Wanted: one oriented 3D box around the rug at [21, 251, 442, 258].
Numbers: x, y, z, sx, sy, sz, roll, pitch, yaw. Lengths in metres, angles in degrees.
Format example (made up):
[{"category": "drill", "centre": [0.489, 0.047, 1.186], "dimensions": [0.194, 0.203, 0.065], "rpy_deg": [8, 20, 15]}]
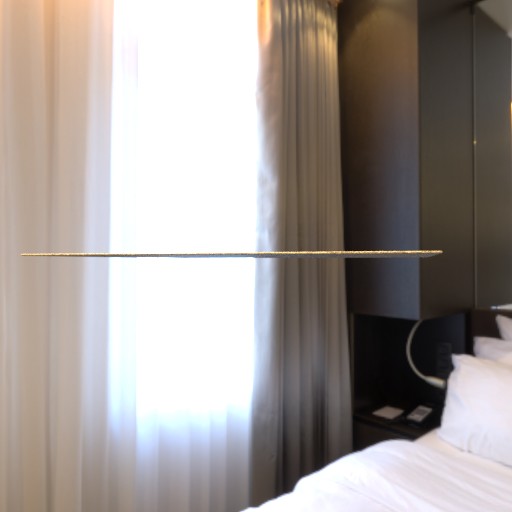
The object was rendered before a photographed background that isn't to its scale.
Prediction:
[{"category": "rug", "centre": [0.000, 0.000, 4.109], "dimensions": [3.061, 0.014, 2.447], "rpy_deg": [0, -1, 19]}]
